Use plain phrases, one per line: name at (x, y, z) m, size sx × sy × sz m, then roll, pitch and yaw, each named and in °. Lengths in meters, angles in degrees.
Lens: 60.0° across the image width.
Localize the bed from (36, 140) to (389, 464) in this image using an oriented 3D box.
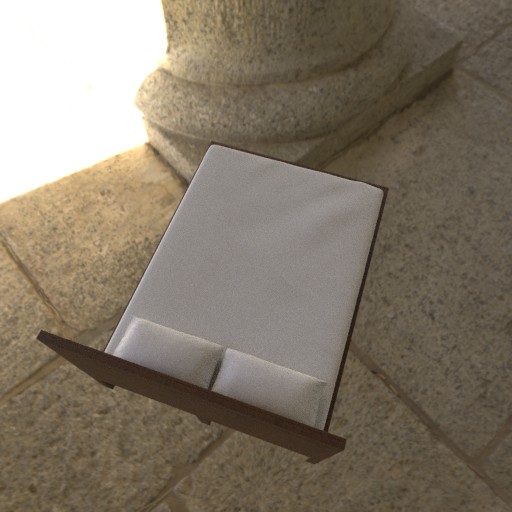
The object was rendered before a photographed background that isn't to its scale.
bed at (0.000, 0.000, 3.148) m, size 1.613 × 1.169 × 2.221 m, roll 17°, pitch 63°, yaw 9°
